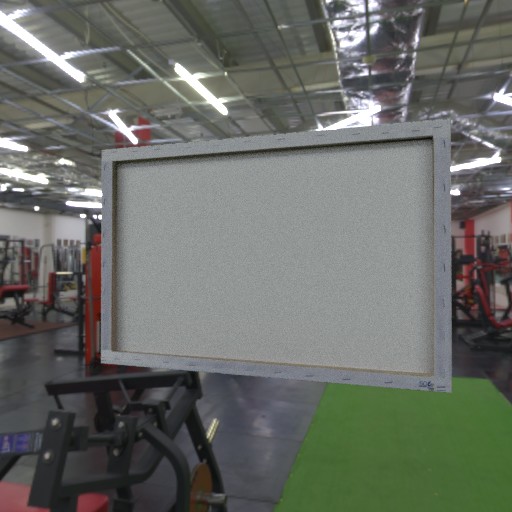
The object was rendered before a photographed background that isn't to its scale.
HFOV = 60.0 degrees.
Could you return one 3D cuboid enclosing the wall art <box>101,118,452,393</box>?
[{"bbox_3d":[0.000,0.000,1.415,1.143,0.757,0.038,0,-1,18],"label":"wall art"}]
